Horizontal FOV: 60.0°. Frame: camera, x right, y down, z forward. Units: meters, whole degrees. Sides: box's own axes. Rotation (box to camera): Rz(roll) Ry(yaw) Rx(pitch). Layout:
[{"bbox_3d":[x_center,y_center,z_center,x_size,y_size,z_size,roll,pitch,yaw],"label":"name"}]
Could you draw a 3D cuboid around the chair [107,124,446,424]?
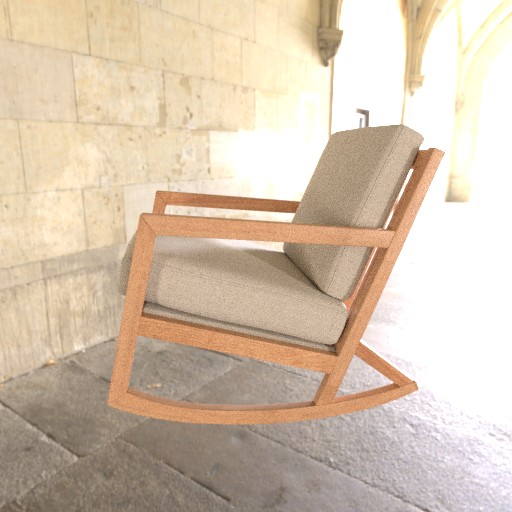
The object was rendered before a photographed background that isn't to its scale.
[{"bbox_3d":[0.000,0.000,1.409,0.857,0.790,0.622,-2,14,-9],"label":"chair"}]
